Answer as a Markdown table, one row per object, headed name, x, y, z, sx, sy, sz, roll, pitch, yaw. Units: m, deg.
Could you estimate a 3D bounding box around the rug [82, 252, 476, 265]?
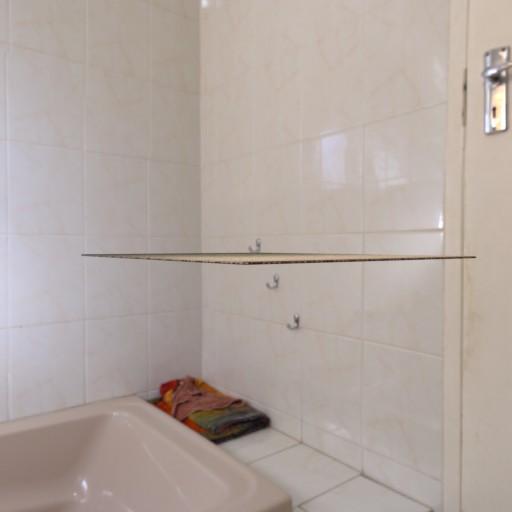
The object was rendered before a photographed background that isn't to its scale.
| name | x | y | z | sx | sy | sz | roll | pitch | yaw |
| --- | --- | --- | --- | --- | --- | --- | --- | --- | --- |
| rug | 0.000 | 0.000 | 4.041 | 2.305 | 0.017 | 2.902 | -1 | 1 | -37 |
